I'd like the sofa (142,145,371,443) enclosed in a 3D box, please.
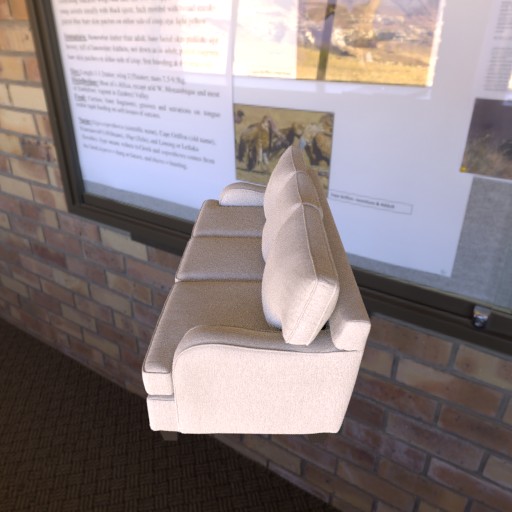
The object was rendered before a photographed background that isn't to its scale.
[{"bbox_3d":[0.000,0.000,2.985,1.016,0.991,2.323,1,27,1],"label":"sofa"}]
